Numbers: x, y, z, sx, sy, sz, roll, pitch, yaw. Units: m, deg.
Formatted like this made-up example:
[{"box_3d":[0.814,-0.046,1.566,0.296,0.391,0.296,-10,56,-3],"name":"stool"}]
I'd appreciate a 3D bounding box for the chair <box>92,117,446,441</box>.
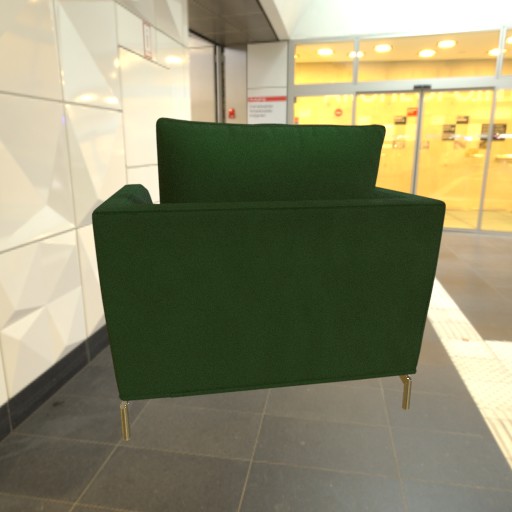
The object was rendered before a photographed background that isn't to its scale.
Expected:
[{"box_3d":[0.000,0.000,1.721,1.047,0.997,0.852,-2,14,-10],"name":"chair"}]
